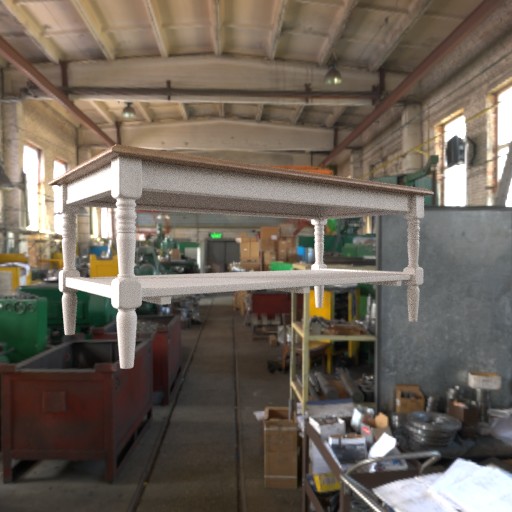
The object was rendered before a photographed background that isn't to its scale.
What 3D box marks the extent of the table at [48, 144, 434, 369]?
[{"bbox_3d":[0.000,0.000,1.425,1.118,0.458,0.559,-1,1,-37],"label":"table"}]
